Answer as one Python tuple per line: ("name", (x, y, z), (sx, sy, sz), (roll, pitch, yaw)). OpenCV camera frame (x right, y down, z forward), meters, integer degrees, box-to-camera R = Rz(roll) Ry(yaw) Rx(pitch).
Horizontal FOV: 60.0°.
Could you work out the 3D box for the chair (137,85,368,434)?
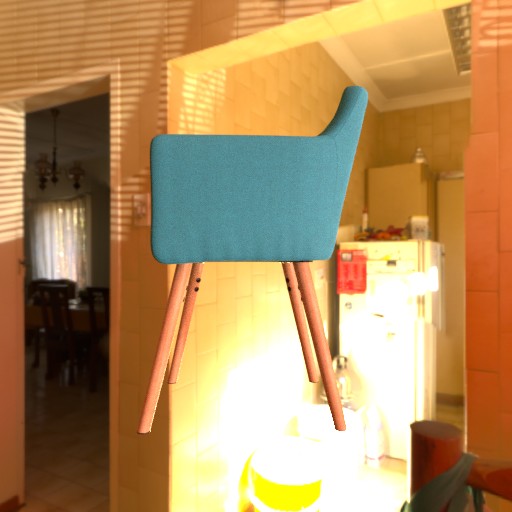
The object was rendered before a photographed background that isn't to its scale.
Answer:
("chair", (0.000, 0.000, 1.178), (0.540, 0.780, 0.570), (0, 0, -2))
